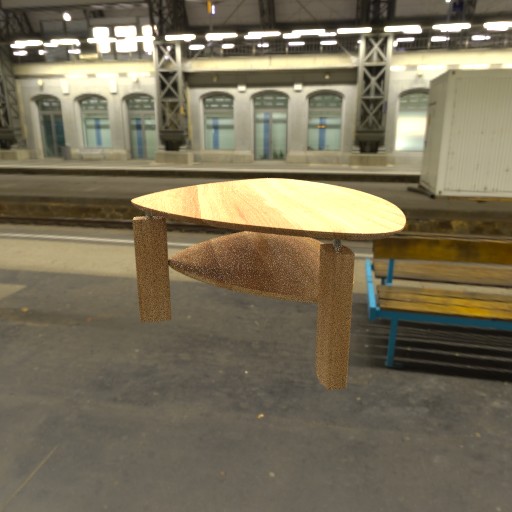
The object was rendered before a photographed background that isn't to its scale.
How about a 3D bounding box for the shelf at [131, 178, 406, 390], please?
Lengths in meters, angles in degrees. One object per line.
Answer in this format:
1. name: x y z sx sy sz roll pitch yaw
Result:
1. shelf: 0.000 0.000 1.645 0.863 0.439 1.240 -3 16 -10
